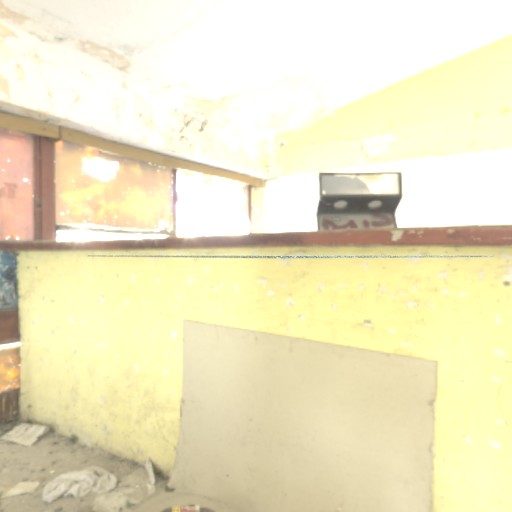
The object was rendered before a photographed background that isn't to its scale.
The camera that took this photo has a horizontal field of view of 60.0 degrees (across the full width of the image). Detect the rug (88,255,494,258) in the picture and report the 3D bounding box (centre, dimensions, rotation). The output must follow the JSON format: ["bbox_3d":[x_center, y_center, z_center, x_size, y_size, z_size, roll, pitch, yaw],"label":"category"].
[{"bbox_3d":[0.000,0.000,2.194,1.142,0.006,1.752,0,0,-36],"label":"rug"}]
